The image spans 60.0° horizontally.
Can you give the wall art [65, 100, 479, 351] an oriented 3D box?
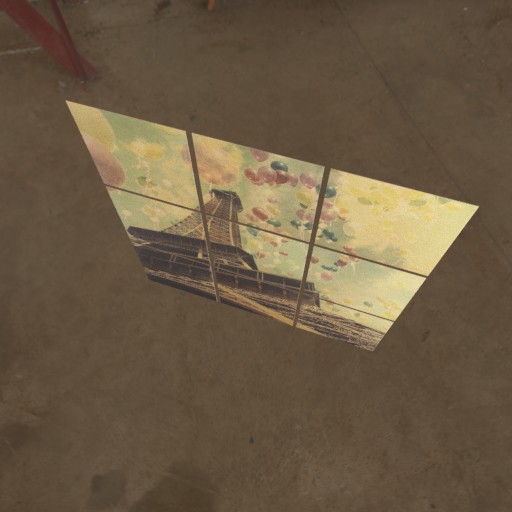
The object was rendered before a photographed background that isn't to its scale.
[{"bbox_3d":[0.000,0.000,2.201,1.517,1.505,0.002,17,62,9],"label":"wall art"}]
